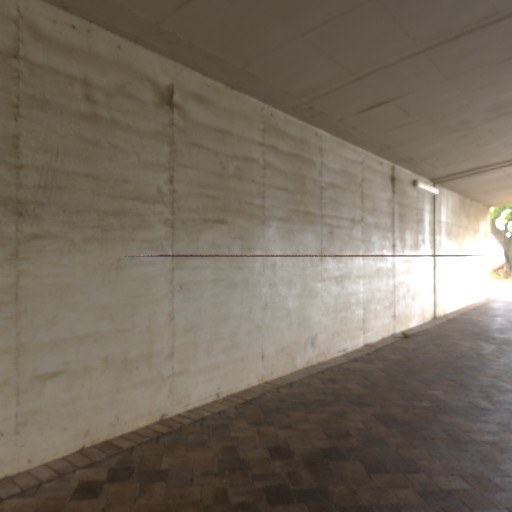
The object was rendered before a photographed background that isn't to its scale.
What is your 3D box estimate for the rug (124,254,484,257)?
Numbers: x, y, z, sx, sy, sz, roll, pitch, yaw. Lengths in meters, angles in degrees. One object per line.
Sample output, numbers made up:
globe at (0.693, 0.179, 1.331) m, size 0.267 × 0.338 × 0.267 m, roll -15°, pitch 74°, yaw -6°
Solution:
rug at (0.000, 0.000, 3.775) m, size 2.007 × 0.013 × 2.896 m, roll 0°, pitch 0°, yaw -20°
